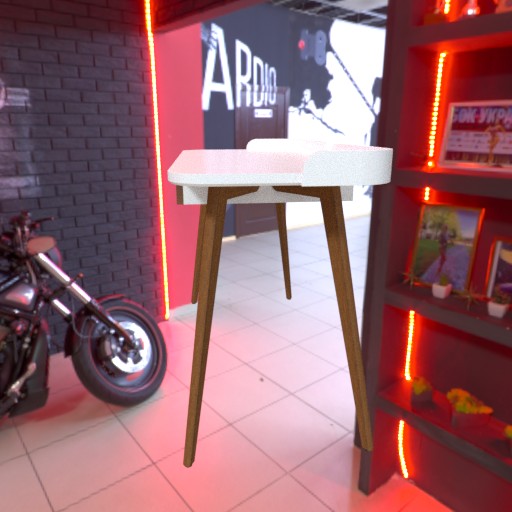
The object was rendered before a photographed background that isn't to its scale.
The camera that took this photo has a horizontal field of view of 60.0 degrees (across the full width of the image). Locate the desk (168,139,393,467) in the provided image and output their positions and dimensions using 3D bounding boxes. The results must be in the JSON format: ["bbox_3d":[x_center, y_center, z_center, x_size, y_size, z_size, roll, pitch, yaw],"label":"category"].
[{"bbox_3d":[0.000,0.000,1.627,0.534,0.807,1.206,-2,16,-7],"label":"desk"}]
